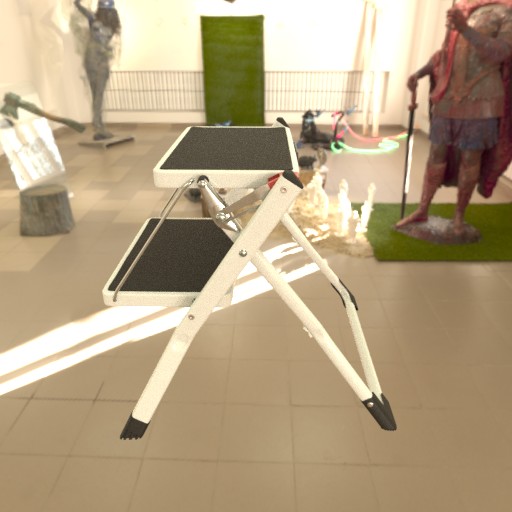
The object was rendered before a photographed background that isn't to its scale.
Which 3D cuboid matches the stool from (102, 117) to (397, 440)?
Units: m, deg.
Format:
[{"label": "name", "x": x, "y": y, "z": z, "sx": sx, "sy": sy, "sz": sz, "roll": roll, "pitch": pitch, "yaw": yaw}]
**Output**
[{"label": "stool", "x": 0.000, "y": 0.000, "z": 0.846, "sx": 0.490, "sy": 0.445, "sz": 0.485, "roll": 1, "pitch": 27, "yaw": 1}]
